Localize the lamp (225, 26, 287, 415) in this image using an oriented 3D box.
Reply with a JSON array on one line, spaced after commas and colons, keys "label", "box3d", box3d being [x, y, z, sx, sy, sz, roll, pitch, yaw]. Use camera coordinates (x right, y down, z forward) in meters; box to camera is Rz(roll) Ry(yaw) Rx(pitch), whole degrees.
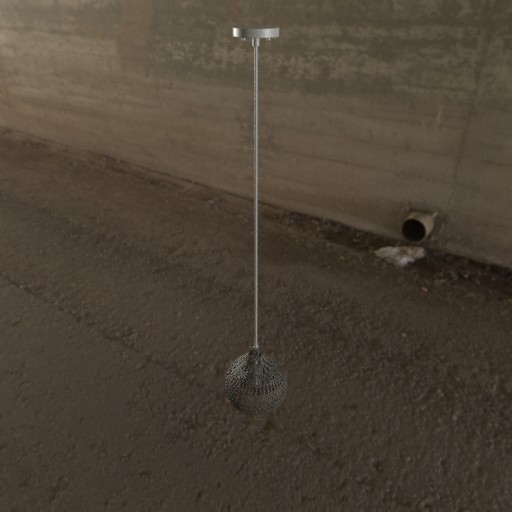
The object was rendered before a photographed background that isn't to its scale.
[{"label": "lamp", "box3d": [0.000, 0.000, 2.089, 0.355, 1.919, 0.355, -1, 31, -2]}]
